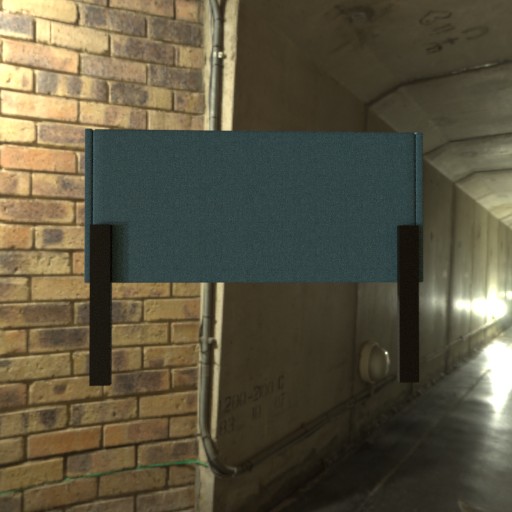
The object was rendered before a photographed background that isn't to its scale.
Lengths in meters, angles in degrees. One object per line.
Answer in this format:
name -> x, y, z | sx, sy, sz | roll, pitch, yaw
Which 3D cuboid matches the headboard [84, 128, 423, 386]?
headboard -> 0.000, 0.000, 2.729 | 2.051, 1.524, 0.184 | 0, -1, -2
